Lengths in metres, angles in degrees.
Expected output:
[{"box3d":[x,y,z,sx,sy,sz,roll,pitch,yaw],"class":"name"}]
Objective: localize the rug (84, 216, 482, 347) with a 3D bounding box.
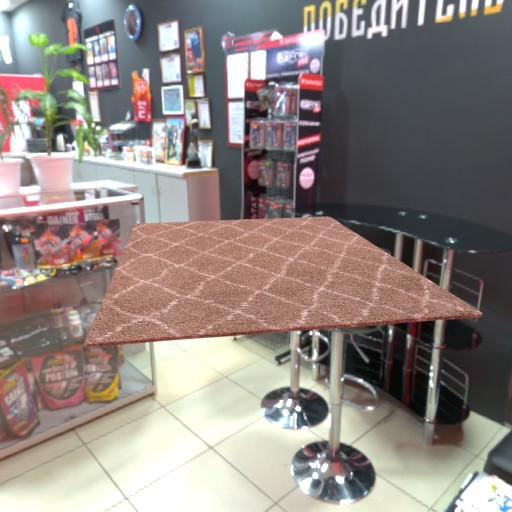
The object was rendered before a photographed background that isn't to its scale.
[{"box3d":[0.000,0.000,4.063,2.438,0.029,3.047,-3,17,-9],"class":"rug"}]
